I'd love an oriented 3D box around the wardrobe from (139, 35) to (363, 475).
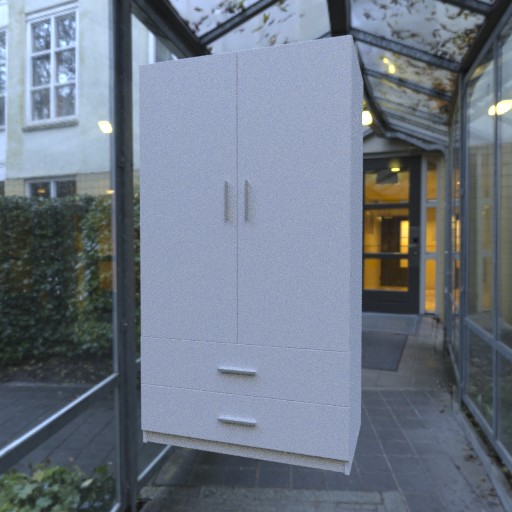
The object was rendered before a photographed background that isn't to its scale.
[{"bbox_3d":[0.000,0.000,2.222,0.991,1.808,0.577,1,2,18],"label":"wardrobe"}]
